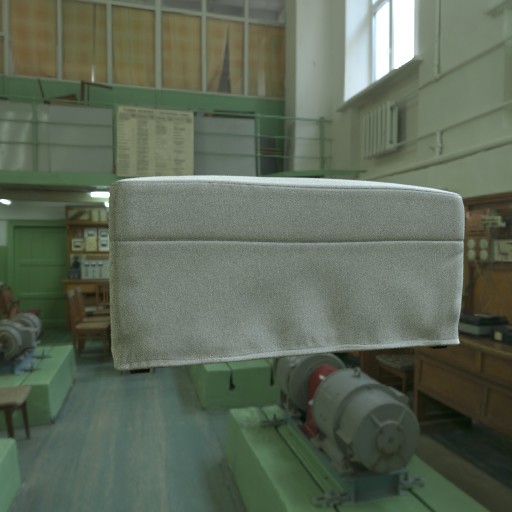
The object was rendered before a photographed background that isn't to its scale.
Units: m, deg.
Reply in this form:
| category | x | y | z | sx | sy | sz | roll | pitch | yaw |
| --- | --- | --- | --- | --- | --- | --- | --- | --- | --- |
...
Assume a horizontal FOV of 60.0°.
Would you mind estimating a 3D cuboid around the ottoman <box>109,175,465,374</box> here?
| category | x | y | z | sx | sy | sz | roll | pitch | yaw |
| --- | --- | --- | --- | --- | --- | --- | --- | --- | --- |
| ottoman | 0.000 | 0.000 | 1.349 | 0.842 | 0.441 | 0.843 | -1 | 2 | -17 |
